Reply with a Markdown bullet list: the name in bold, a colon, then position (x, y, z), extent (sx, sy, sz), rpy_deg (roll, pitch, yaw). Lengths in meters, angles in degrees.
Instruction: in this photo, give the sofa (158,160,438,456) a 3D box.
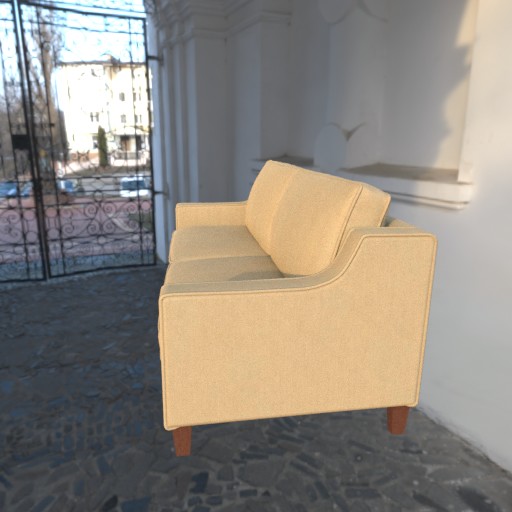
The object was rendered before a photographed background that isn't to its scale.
- **sofa**: position (0.000, 0.000, 2.707), extent (1.066, 1.071, 2.178), rpy_deg (-2, 15, -8)
